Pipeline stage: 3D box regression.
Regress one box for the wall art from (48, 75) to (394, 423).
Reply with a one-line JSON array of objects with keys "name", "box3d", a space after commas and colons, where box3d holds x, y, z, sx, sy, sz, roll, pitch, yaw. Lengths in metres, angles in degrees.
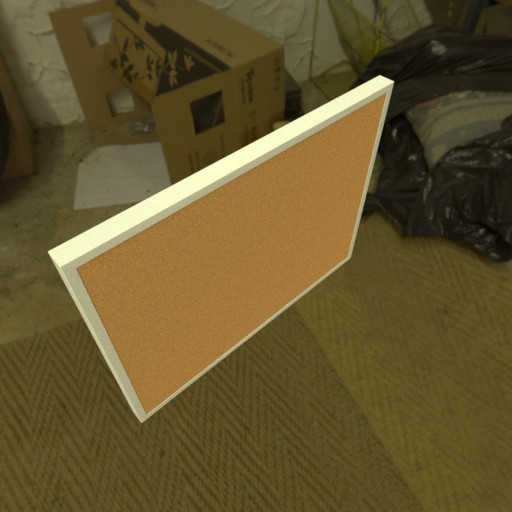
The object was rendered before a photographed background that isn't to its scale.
[{"name": "wall art", "box3d": [0.000, 0.000, 1.371, 1.041, 0.787, 0.053, -34, 57, -26]}]
